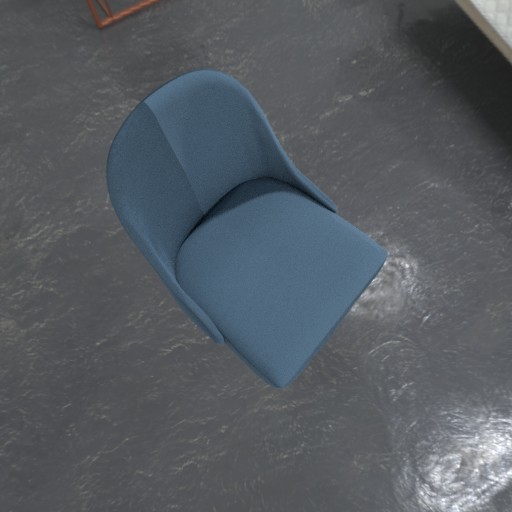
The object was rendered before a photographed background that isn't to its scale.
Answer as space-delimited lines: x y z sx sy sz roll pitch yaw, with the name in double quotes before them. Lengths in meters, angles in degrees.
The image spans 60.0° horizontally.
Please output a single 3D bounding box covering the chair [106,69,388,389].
"chair" 0.000 0.000 1.236 0.589 0.882 0.503 39 78 10
